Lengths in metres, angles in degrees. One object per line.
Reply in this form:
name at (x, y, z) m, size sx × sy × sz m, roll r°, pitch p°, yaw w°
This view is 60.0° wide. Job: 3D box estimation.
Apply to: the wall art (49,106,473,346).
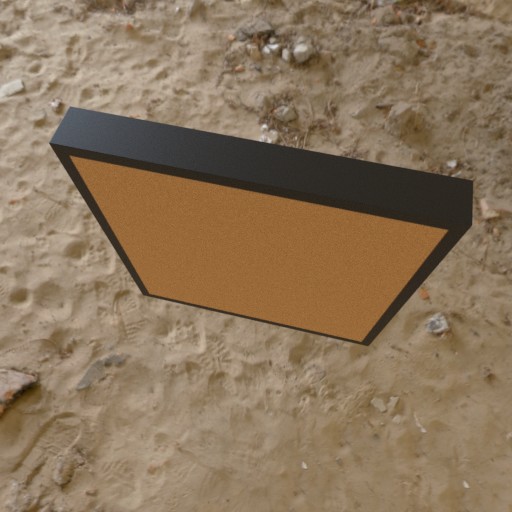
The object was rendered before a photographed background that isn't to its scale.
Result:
wall art at (0.000, 0.000, 0.453) m, size 0.304 × 0.304 × 0.038 m, roll 12°, pitch 64°, yaw 6°
